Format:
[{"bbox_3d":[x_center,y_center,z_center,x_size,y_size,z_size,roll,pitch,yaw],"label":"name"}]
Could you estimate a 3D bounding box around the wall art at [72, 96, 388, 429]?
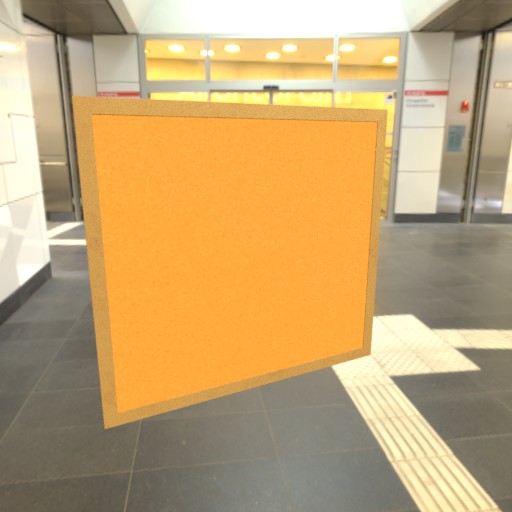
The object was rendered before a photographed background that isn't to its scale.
[{"bbox_3d":[0.000,0.000,1.640,1.168,1.067,0.025,-7,16,-27],"label":"wall art"}]
